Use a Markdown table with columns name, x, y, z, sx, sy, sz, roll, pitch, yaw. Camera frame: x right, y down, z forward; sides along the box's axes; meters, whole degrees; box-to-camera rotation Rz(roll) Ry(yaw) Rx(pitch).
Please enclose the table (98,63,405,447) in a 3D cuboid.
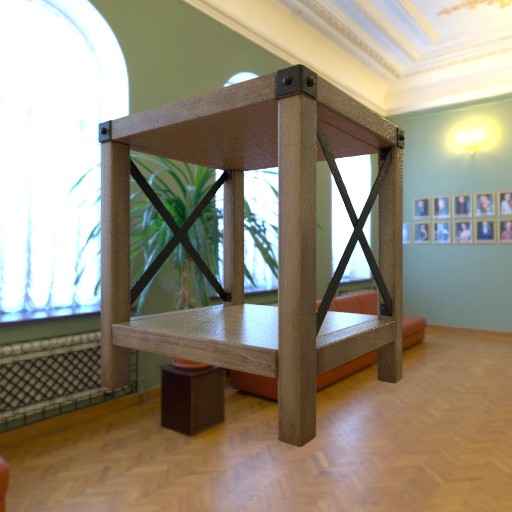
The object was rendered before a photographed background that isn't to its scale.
| name | x | y | z | sx | sy | sz | roll | pitch | yaw |
| --- | --- | --- | --- | --- | --- | --- | --- | --- | --- |
| table | 0.000 | 0.000 | 0.960 | 0.510 | 0.561 | 0.459 | 0 | 1 | 37 |
